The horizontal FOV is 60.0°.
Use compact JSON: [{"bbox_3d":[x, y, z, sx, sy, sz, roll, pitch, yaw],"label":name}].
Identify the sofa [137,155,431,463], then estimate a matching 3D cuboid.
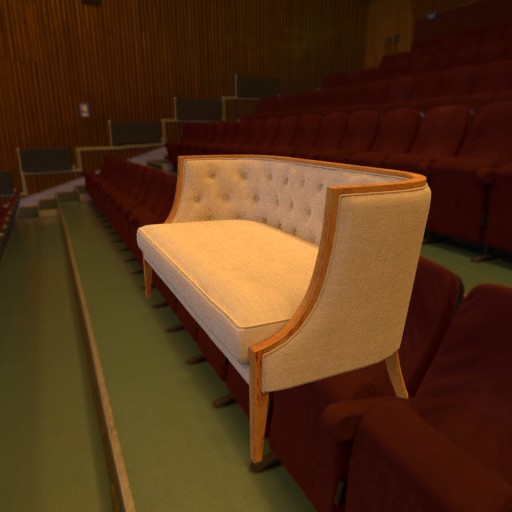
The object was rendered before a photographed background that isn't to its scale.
[{"bbox_3d":[0.000,0.000,1.931,0.770,0.775,1.474,-8,18,-24],"label":"sofa"}]
